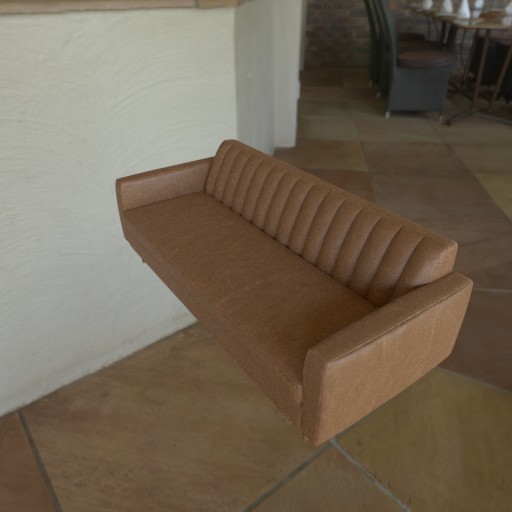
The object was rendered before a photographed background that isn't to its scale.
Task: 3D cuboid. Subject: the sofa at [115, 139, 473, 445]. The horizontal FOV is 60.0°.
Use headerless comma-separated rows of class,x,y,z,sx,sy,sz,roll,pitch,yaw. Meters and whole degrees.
sofa,0.000,0.000,2.761,0.990,0.821,2.291,-21,37,-29
